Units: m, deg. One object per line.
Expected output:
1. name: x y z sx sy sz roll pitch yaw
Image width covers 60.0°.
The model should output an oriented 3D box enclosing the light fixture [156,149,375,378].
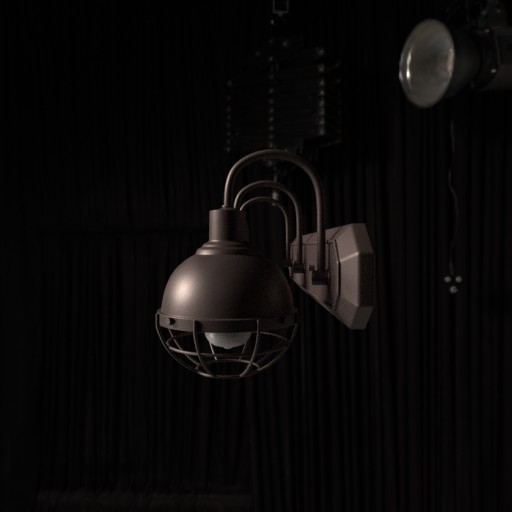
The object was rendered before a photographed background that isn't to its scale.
1. light fixture: 0.000 0.000 0.749 0.229 0.254 0.634 0 1 0
